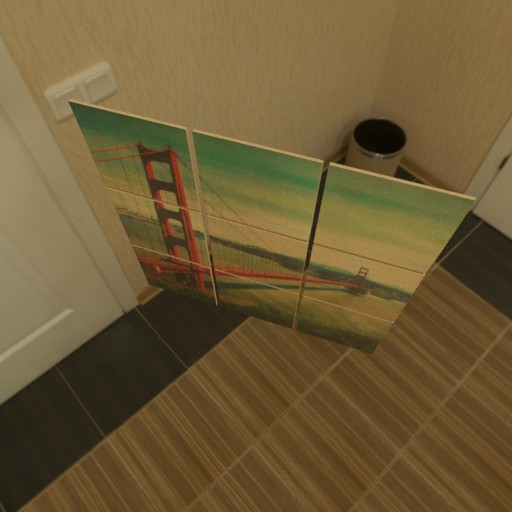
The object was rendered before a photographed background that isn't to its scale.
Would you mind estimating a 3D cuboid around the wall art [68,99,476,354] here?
[{"bbox_3d":[0.000,0.000,2.220,1.519,1.507,0.014,16,60,10],"label":"wall art"}]
